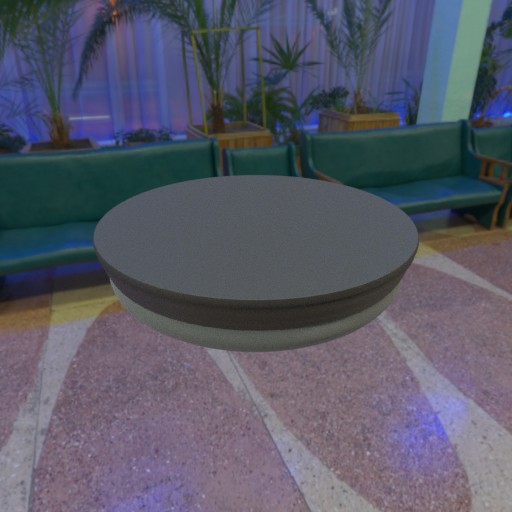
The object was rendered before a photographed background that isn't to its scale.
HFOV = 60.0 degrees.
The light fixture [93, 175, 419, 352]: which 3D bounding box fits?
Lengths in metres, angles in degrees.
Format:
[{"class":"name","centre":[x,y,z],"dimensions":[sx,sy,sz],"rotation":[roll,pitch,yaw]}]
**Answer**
[{"class":"light fixture","centre":[0.000,0.000,0.547],"dimensions":[0.368,0.100,0.368],"rotation":[0,26,0]}]
